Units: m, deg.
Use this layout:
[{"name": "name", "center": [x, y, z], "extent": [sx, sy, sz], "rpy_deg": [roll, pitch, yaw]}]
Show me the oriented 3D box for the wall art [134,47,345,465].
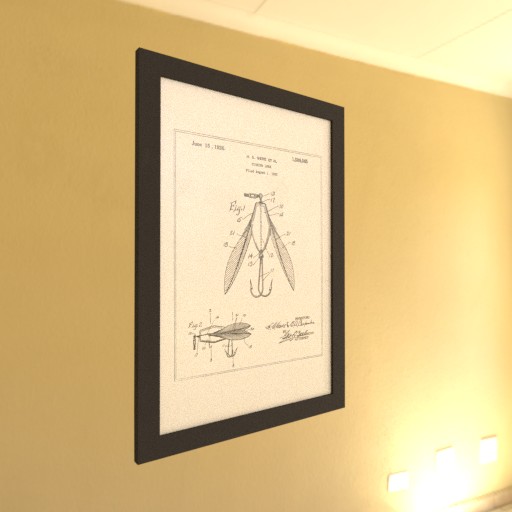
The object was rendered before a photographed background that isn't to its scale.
[{"name": "wall art", "center": [0.000, 0.000, 0.682], "extent": [0.380, 0.534, 0.013], "rpy_deg": [0, -1, -36]}]
